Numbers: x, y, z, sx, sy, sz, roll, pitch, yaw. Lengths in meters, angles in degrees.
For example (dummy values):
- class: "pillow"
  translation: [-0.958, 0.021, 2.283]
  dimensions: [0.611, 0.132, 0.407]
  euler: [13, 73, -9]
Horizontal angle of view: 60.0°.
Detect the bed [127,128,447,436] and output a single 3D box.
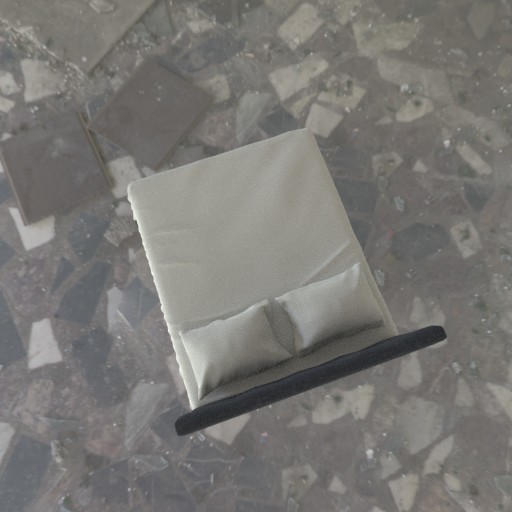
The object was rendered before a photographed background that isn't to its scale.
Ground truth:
- class: "bed"
  translation: [0.000, 0.000, 3.475]
  dimensions: [1.936, 1.577, 2.222]
  euler: [-19, 76, -5]
